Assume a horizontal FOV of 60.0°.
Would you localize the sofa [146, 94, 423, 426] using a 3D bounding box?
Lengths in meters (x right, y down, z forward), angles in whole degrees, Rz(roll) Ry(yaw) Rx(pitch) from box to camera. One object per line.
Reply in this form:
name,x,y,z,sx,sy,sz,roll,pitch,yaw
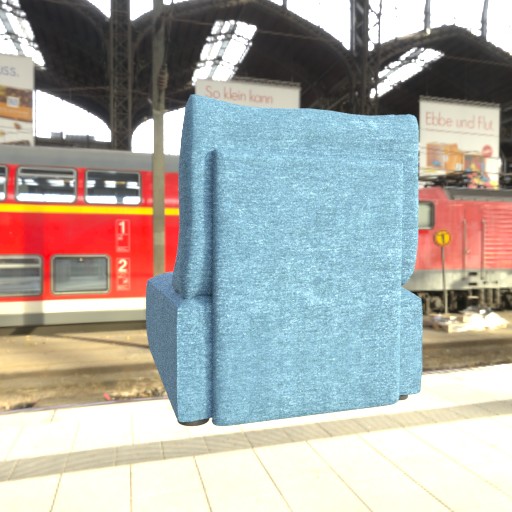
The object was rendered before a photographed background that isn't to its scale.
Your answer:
sofa,0.000,0.000,1.593,0.700,0.820,1.000,0,1,-18
